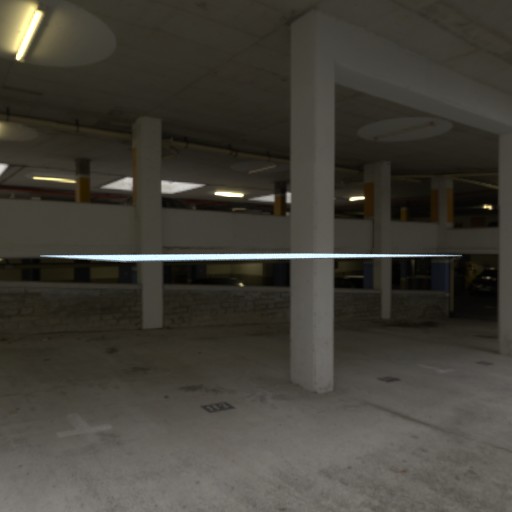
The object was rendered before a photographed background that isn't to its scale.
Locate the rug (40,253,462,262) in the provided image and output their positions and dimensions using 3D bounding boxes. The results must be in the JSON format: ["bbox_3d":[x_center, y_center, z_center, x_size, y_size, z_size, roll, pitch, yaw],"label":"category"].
[{"bbox_3d":[0.000,0.000,2.882,2.286,0.006,1.522,-1,1,-36],"label":"rug"}]
